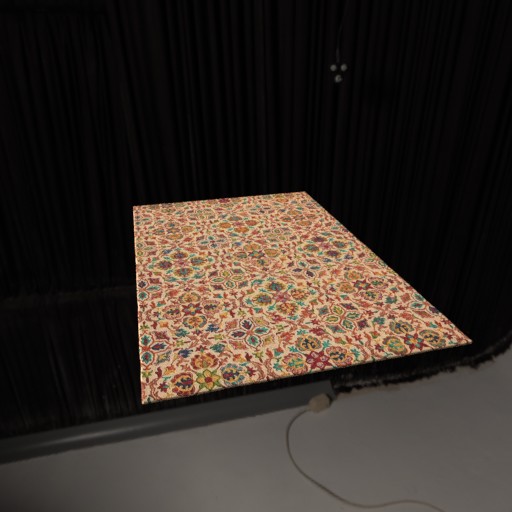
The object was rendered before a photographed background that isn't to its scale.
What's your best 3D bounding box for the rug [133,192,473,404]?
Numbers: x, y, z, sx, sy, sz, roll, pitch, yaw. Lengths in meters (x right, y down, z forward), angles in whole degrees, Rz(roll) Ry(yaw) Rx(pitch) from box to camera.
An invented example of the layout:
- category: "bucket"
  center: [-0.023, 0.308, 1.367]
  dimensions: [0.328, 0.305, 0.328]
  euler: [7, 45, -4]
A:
- category: "rug"
  center: [0.000, 0.000, 2.928]
  dimensions: [1.541, 0.018, 2.297]
  euler: [-7, 28, -13]
